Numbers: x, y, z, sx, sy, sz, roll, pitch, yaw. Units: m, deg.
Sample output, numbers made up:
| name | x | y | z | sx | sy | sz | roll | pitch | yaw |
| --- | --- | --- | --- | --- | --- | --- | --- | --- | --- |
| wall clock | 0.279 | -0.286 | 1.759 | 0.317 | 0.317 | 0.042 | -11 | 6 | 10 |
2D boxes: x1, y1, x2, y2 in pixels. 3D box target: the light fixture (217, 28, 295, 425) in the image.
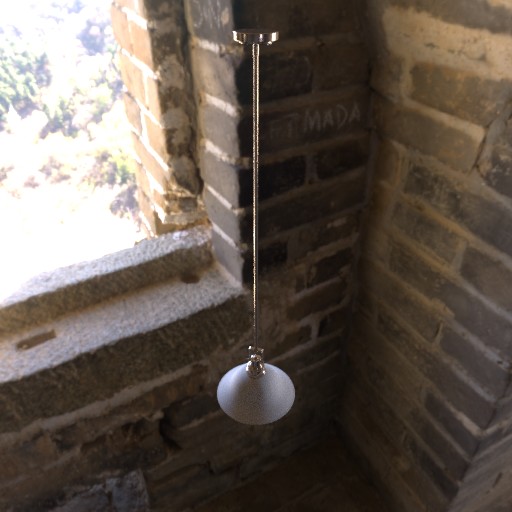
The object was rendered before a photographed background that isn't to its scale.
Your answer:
| name | x | y | z | sx | sy | sz | roll | pitch | yaw |
| --- | --- | --- | --- | --- | --- | --- | --- | --- | --- |
| light fixture | 0.000 | 0.000 | 1.488 | 0.324 | 1.354 | 0.324 | 9 | 34 | 14 |
